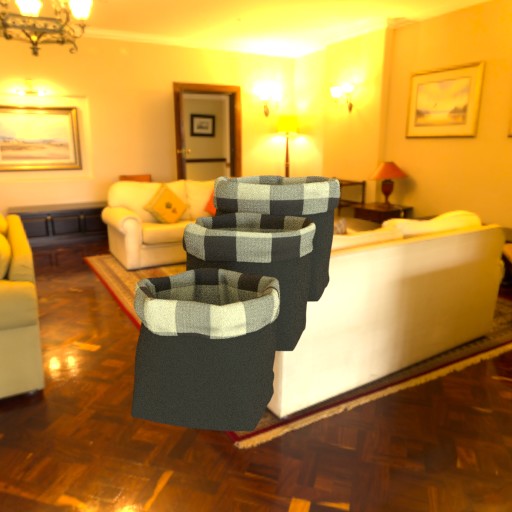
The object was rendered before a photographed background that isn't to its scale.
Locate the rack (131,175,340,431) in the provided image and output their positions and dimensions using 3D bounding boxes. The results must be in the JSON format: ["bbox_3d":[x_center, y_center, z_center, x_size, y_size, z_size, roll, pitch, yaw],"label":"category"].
[{"bbox_3d":[0.000,0.000,1.056,0.370,0.329,0.889,3,15,11],"label":"rack"}]
